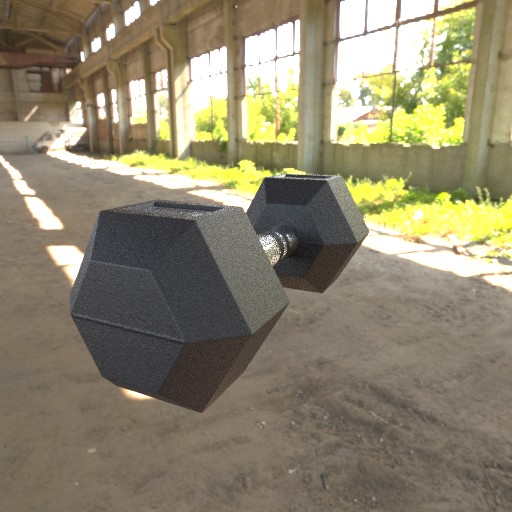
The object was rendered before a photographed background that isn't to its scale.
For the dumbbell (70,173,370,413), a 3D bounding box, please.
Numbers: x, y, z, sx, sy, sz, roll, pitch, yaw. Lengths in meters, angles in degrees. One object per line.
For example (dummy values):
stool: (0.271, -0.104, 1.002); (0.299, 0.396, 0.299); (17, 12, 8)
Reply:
dumbbell: (0.000, 0.000, 0.370); (0.129, 0.113, 0.315); (8, 17, 25)
